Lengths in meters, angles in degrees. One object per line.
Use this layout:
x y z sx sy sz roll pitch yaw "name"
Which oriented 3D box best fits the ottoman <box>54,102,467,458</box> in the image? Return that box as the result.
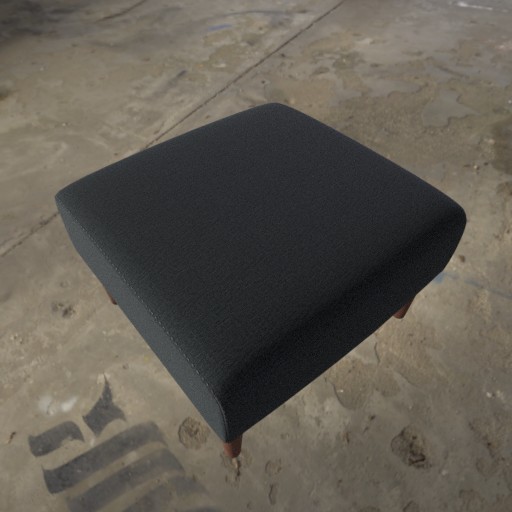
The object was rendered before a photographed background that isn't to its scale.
0.000 0.000 1.047 0.650 0.398 0.649 -31 54 -26 "ottoman"
